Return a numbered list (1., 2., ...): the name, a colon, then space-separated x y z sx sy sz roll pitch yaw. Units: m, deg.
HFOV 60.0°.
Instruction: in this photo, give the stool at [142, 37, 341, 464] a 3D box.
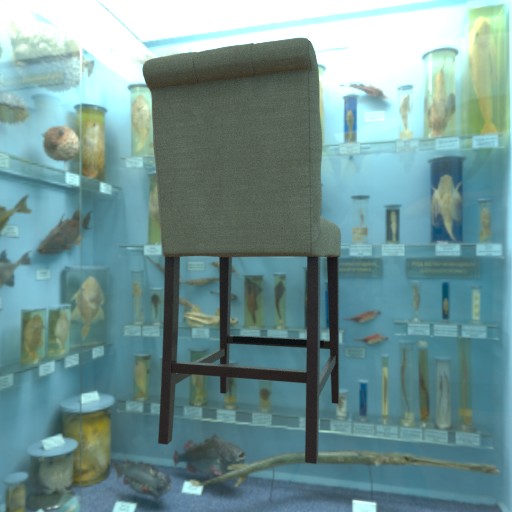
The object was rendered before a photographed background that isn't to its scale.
1. stool: 0.000 0.000 1.433 0.486 1.084 0.660 0 -1 16
